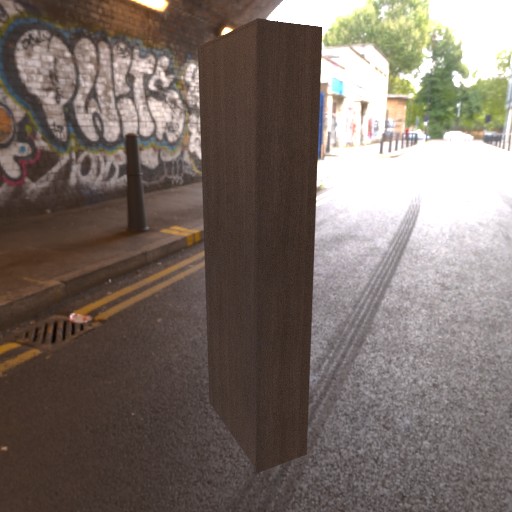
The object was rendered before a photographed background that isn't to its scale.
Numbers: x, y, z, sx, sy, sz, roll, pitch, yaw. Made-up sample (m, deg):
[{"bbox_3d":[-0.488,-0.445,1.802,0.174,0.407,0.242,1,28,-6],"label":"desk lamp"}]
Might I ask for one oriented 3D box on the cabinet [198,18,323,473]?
[{"bbox_3d":[0.000,0.000,1.815,0.255,1.630,0.520,-8,18,-26],"label":"cabinet"}]
